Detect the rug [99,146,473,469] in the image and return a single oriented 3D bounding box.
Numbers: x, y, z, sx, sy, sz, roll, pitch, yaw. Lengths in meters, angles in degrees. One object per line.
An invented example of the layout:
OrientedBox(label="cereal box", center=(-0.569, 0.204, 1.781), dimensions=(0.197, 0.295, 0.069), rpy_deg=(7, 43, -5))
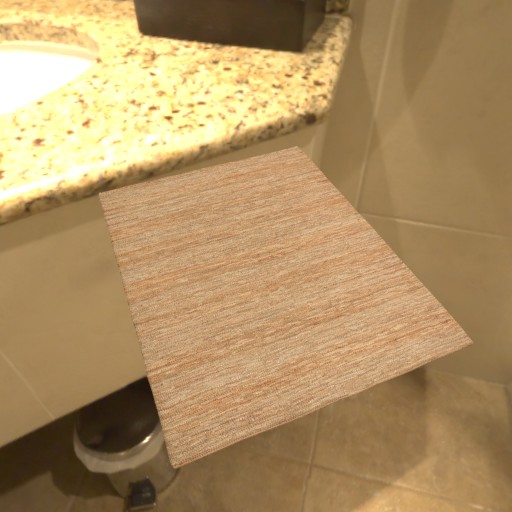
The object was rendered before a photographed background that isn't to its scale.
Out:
OrientedBox(label="rug", center=(0.000, 0.000, 3.910), dimensions=(2.313, 0.009, 2.939), rpy_deg=(-17, 48, -16))
